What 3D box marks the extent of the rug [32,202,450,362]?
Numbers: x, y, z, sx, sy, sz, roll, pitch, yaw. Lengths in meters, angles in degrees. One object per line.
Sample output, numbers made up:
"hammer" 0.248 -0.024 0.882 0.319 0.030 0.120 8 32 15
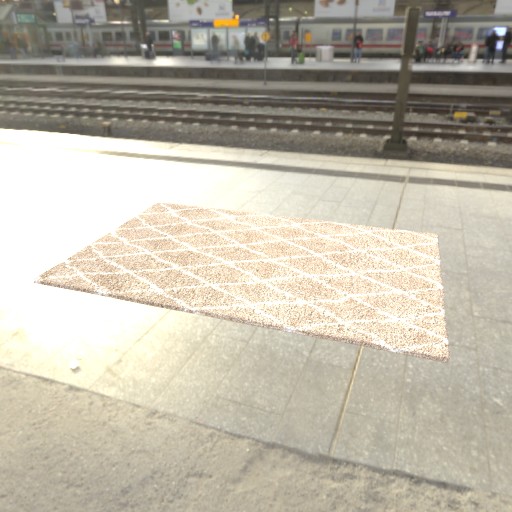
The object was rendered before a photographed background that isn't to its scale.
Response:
"rug" 0.000 0.000 3.476 2.743 0.030 1.778 8 27 17
